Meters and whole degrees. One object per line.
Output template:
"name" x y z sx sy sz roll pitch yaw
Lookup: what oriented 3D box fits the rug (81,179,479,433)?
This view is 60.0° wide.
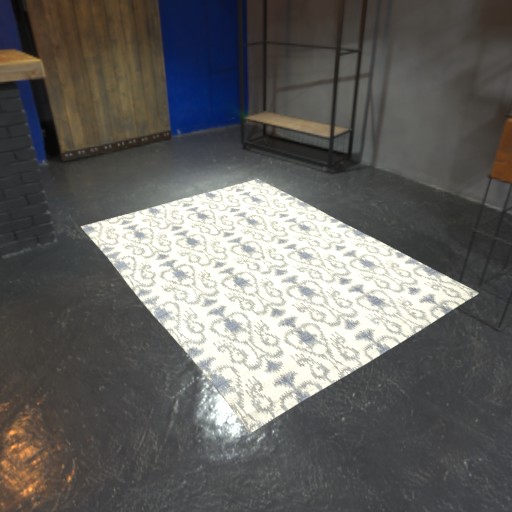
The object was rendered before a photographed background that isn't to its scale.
"rug" 0.000 0.000 3.018 1.676 0.013 2.261 -21 37 -30
